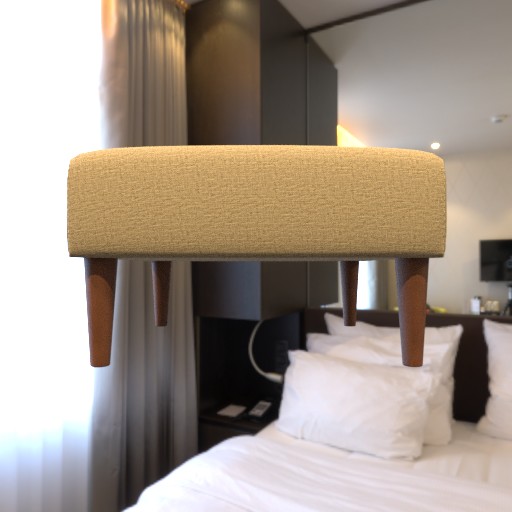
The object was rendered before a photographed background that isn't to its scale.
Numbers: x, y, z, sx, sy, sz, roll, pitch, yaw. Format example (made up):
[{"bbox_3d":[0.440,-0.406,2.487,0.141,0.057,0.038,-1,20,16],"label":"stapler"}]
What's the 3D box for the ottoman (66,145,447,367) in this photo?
[{"bbox_3d":[0.000,0.000,1.046,0.650,0.398,0.649,0,-1,0],"label":"ottoman"}]
